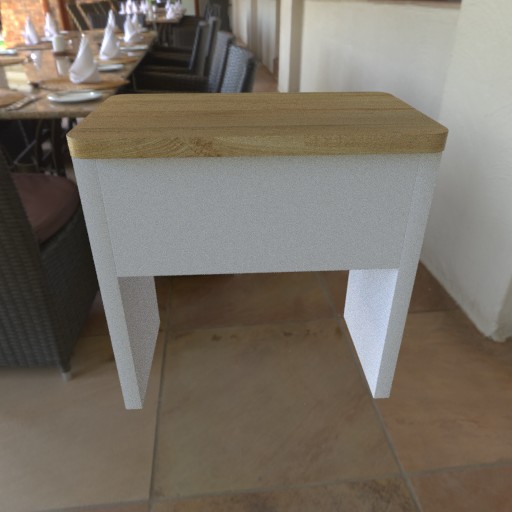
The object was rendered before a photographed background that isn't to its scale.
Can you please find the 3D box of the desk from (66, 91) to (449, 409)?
[{"bbox_3d":[0.000,0.000,1.238,0.760,0.790,0.440,-2,31,-3],"label":"desk"}]
